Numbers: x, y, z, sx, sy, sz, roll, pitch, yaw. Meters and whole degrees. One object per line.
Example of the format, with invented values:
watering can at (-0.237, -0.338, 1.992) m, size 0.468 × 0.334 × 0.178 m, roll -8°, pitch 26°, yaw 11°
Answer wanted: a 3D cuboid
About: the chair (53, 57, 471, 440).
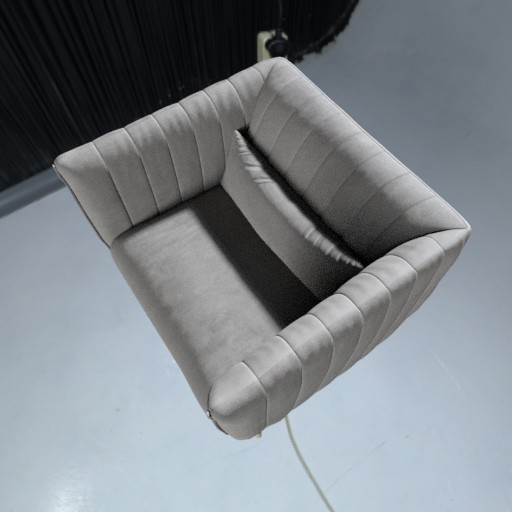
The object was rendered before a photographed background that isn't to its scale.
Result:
chair at (0.000, 0.000, 1.588) m, size 0.873 × 0.779 × 0.981 m, roll -32°, pitch 66°, yaw -16°
